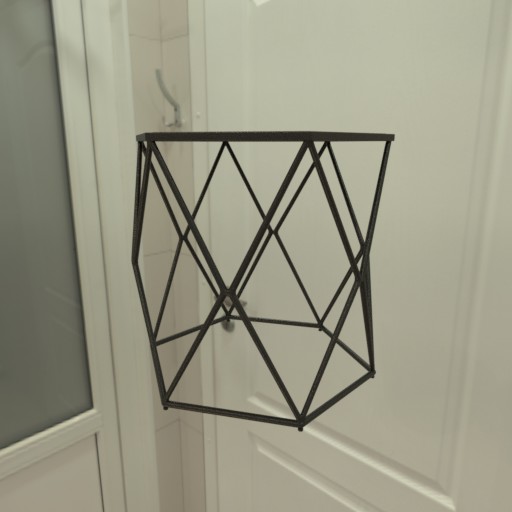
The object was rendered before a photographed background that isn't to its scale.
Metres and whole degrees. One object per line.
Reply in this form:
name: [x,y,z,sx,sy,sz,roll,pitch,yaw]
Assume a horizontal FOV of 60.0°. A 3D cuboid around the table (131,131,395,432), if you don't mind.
table: [0.000,0.000,1.064,0.579,0.564,0.578,13,19,42]
